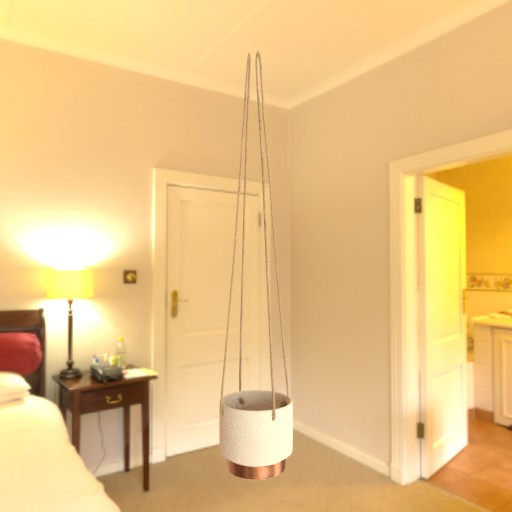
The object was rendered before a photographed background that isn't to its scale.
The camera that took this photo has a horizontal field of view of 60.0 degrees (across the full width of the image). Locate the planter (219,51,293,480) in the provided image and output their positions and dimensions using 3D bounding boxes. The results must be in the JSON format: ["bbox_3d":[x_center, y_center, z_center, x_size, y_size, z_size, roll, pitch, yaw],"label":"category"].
[{"bbox_3d":[0.000,0.000,0.897,0.146,0.841,0.146,-1,-2,18],"label":"planter"}]
